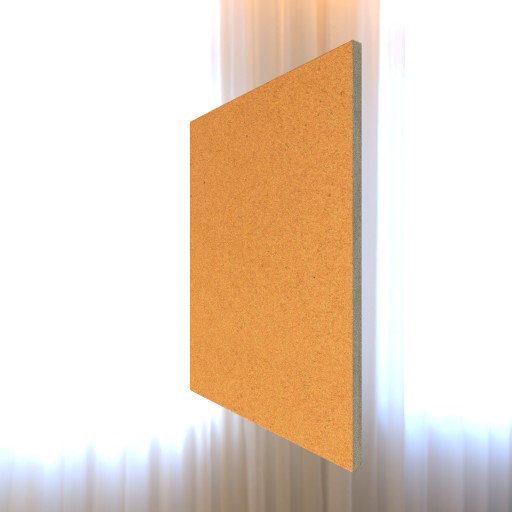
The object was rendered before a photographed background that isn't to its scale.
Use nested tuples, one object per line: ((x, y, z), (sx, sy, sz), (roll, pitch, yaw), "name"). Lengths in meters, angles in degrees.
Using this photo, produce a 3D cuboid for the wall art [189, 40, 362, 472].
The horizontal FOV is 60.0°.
((0.000, 0.000, 0.826), (0.020, 0.613, 0.481), (0, 0, -37), "wall art")
